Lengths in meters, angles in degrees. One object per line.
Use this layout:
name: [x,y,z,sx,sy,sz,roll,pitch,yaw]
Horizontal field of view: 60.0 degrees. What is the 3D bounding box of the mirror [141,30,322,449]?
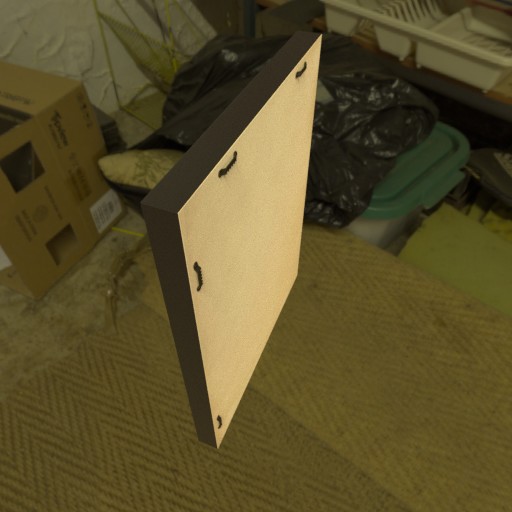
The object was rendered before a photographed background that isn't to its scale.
mirror: [0.000,0.000,0.672,0.041,0.509,0.406,17,49,15]
